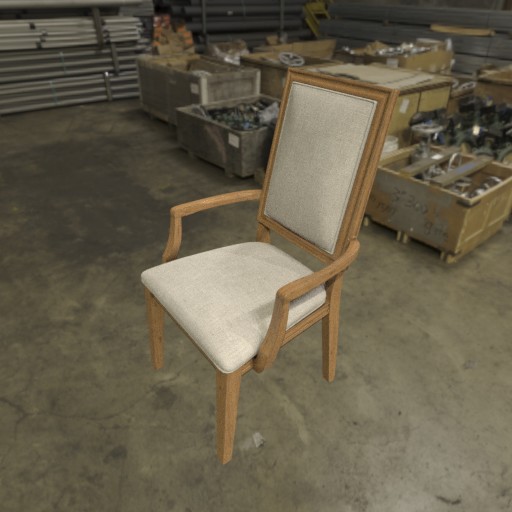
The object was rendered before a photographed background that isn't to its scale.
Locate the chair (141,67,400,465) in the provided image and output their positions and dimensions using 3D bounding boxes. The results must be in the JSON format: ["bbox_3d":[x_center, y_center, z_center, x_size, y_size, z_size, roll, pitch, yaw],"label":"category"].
[{"bbox_3d":[0.000,0.000,1.375,0.602,0.990,0.606,-21,37,-30],"label":"chair"}]
